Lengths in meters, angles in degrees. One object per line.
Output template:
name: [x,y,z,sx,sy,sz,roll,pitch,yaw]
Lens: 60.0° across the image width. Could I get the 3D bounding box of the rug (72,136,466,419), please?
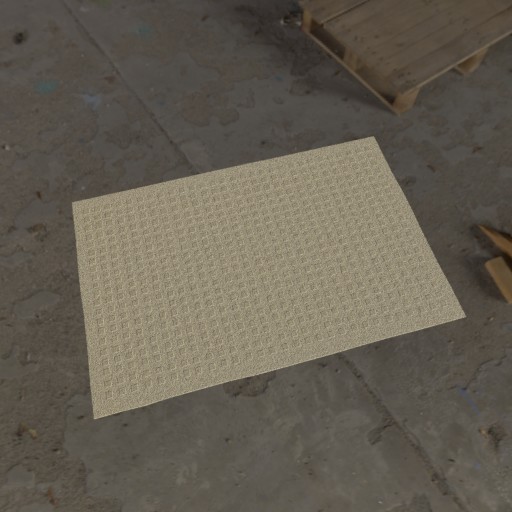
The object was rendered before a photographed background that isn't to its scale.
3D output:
rug: [0.000,0.000,2.241,1.747,0.006,1.143,-14,64,-7]
